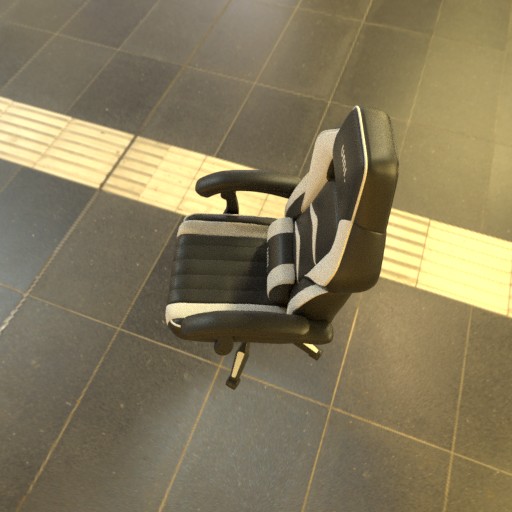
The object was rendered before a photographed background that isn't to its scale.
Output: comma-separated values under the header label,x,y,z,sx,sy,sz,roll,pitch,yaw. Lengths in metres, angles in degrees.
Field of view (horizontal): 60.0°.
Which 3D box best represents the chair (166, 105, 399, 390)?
label,x,y,z,sx,sy,sz,roll,pitch,yaw
chair,0.000,0.000,1.595,0.700,1.200,0.676,1,60,0
